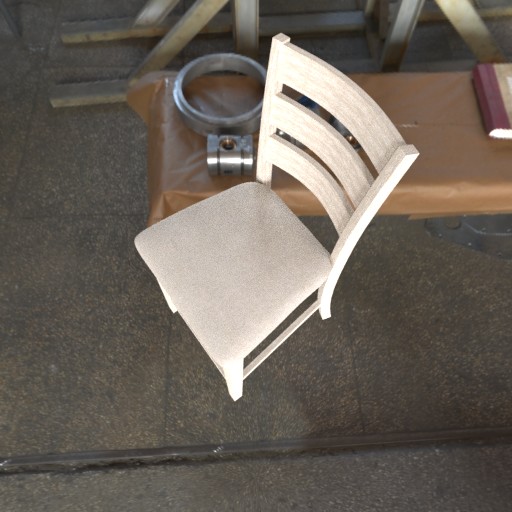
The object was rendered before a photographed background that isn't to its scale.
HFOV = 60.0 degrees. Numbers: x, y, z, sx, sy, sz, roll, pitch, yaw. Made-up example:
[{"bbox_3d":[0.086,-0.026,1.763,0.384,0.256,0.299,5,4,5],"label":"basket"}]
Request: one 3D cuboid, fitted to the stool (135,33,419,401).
[{"bbox_3d":[0.000,0.000,1.346,0.569,1.032,0.484,-34,68,-15],"label":"stool"}]
